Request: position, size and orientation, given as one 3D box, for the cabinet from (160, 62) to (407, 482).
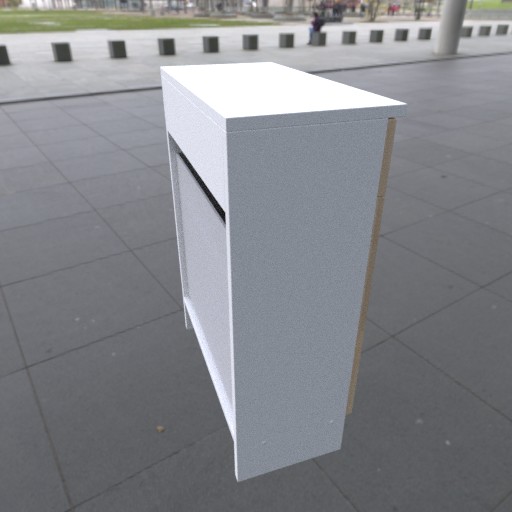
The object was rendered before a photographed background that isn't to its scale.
[{"bbox_3d":[0.000,0.000,1.099,0.296,0.815,0.600,-10,31,-17],"label":"cabinet"}]
